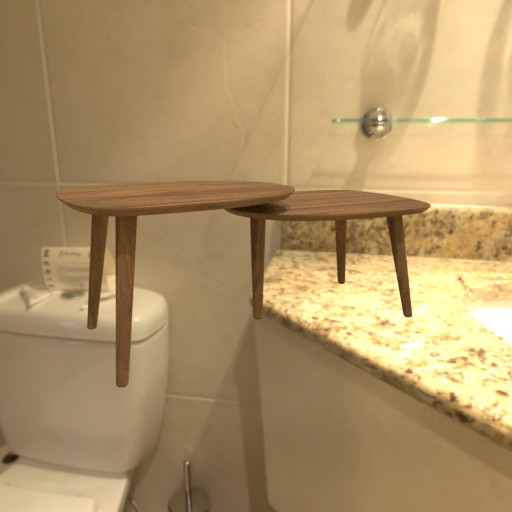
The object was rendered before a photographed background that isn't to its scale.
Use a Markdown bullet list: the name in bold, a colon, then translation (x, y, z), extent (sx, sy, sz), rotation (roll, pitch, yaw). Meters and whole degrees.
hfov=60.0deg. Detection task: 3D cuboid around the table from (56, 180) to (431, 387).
- **table**: translation (0.000, 0.000, 1.369), extent (1.084, 0.429, 0.527), rotation (-7, 17, -26)
